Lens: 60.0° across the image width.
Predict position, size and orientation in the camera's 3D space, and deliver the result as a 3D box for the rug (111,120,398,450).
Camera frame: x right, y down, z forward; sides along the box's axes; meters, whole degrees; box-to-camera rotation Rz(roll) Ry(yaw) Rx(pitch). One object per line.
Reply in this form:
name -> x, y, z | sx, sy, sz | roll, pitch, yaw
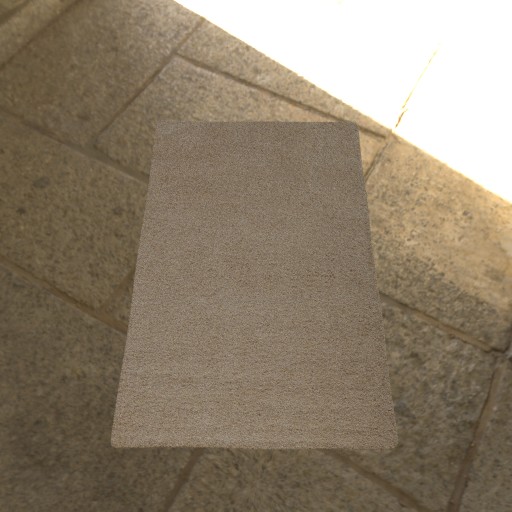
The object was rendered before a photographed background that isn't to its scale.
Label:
rug -> 0.000, 0.000, 3.370 | 1.801, 0.024, 2.700 | 0, 63, 0
